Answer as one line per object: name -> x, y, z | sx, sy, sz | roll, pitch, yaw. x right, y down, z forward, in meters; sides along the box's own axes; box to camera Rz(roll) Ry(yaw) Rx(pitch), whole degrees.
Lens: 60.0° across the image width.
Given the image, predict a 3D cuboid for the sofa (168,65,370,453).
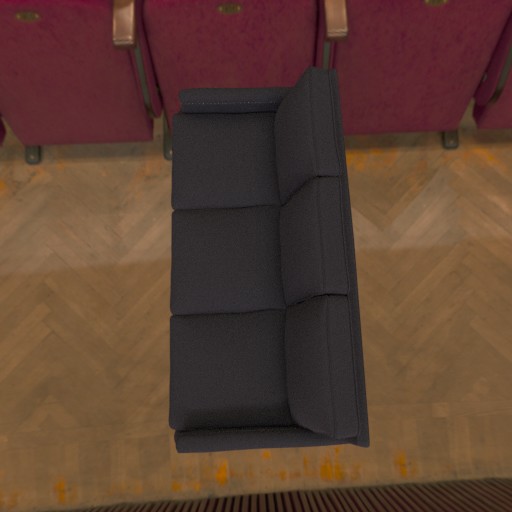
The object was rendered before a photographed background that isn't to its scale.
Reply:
sofa -> 0.000, 0.000, 2.785 | 1.084, 1.003, 2.246 | -2, 76, 0
